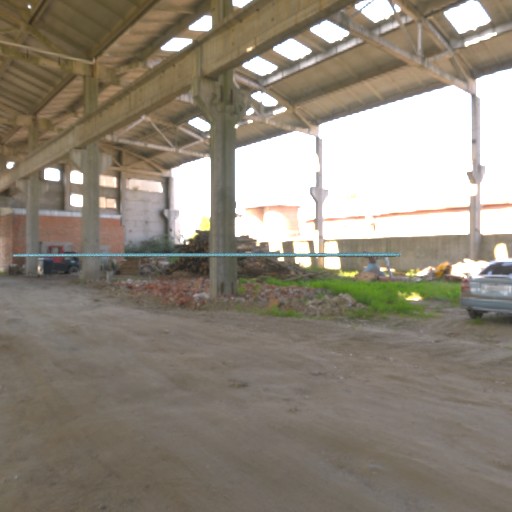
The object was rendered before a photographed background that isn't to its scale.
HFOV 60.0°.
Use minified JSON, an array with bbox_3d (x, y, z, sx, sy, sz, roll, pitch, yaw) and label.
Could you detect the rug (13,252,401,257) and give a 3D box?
[{"bbox_3d":[0.000,0.000,3.905,2.350,0.018,2.964,0,0,17],"label":"rug"}]
